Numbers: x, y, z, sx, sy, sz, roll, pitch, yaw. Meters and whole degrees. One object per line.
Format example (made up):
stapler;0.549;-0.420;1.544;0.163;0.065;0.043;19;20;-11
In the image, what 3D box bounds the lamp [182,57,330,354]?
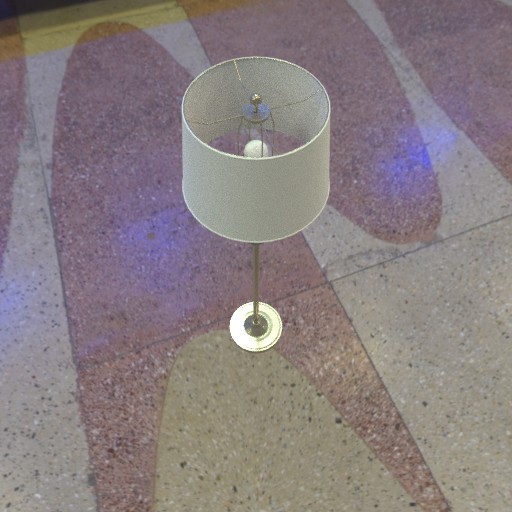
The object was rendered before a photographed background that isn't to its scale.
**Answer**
lamp;0.000;0.000;1.674;0.431;1.488;0.431;0;60;0
